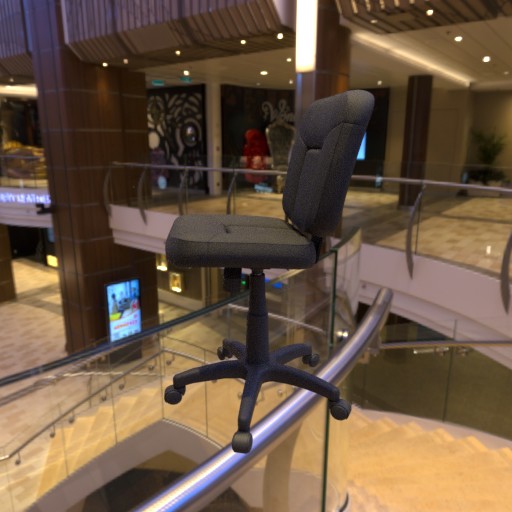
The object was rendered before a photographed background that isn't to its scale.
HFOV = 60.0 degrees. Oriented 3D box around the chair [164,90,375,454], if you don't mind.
[{"bbox_3d":[0.000,0.000,1.383,0.610,0.972,0.610,-2,15,-9],"label":"chair"}]
